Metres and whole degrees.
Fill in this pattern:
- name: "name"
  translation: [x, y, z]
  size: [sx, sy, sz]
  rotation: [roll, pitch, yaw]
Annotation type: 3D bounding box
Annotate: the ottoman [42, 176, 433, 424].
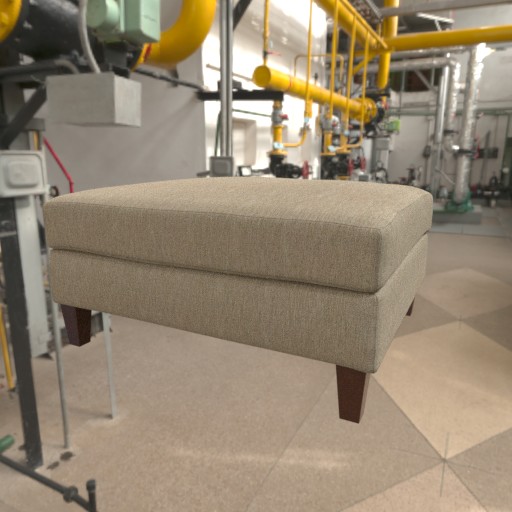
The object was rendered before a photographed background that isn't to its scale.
- name: "ottoman"
  translation: [0.000, 0.000, 1.437]
  size: [0.976, 0.492, 0.836]
  rotation: [7, 15, 26]
